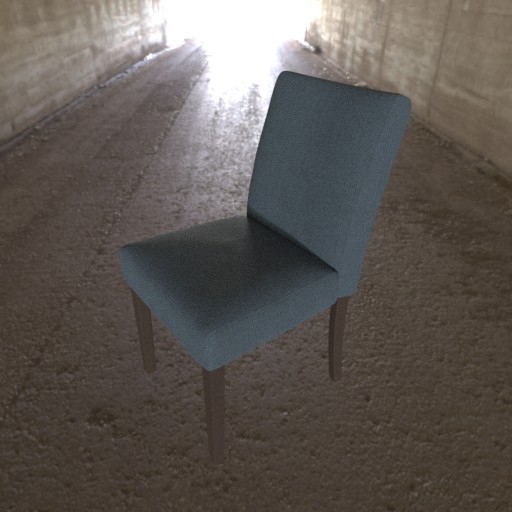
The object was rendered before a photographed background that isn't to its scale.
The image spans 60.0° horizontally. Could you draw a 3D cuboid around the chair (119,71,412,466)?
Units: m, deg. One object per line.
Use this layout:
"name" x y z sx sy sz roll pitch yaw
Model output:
"chair" 0.000 0.000 1.255 0.629 0.882 0.487 -22 38 -31
